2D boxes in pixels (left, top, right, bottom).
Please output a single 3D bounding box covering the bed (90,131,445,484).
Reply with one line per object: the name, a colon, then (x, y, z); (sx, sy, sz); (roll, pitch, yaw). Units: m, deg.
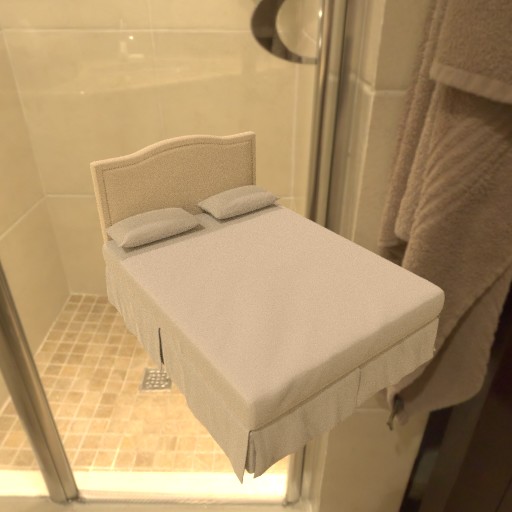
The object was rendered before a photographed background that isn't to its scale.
bed: (0.000, 0.000, 3.659); (1.977, 1.437, 2.477); (-21, 36, -31)
